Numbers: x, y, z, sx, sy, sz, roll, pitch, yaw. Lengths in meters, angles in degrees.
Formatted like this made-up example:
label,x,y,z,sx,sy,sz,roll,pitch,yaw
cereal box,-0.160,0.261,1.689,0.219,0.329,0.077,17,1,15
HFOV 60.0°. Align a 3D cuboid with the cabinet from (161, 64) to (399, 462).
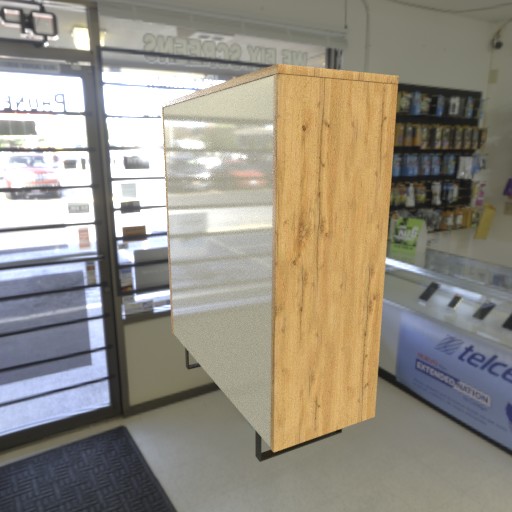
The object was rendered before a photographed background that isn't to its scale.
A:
label,x,y,z,sx,sy,sz,roll,pitch,yaw
cabinet,0.000,0.000,2.003,0.473,1.397,1.168,-7,15,-27
